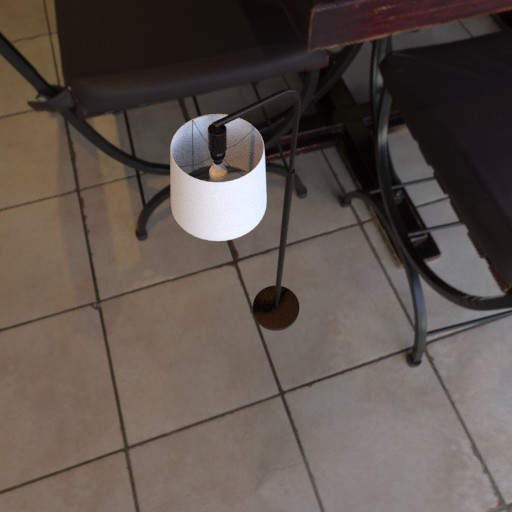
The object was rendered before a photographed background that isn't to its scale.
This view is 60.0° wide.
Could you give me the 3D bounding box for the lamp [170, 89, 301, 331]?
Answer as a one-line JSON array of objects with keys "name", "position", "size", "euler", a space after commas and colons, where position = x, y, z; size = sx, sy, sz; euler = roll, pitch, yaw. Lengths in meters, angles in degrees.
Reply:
[{"name": "lamp", "position": [0.000, 0.000, 1.638], "size": [0.508, 1.478, 0.254], "euler": [-34, 67, -16]}]
